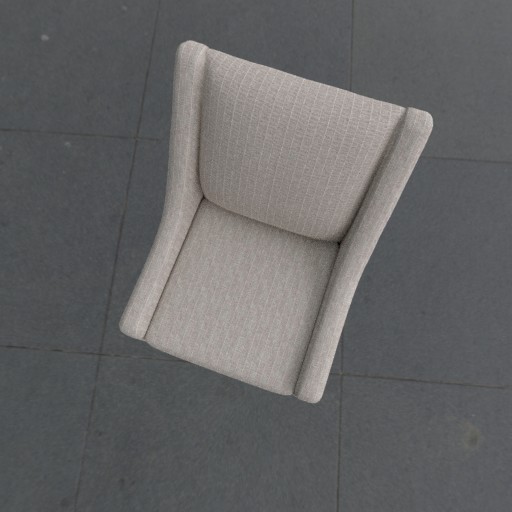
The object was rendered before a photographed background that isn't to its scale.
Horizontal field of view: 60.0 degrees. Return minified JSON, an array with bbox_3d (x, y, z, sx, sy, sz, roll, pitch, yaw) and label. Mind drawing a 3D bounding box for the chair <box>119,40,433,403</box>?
[{"bbox_3d":[0.000,0.000,1.621,0.774,1.014,0.870,19,76,5],"label":"chair"}]
